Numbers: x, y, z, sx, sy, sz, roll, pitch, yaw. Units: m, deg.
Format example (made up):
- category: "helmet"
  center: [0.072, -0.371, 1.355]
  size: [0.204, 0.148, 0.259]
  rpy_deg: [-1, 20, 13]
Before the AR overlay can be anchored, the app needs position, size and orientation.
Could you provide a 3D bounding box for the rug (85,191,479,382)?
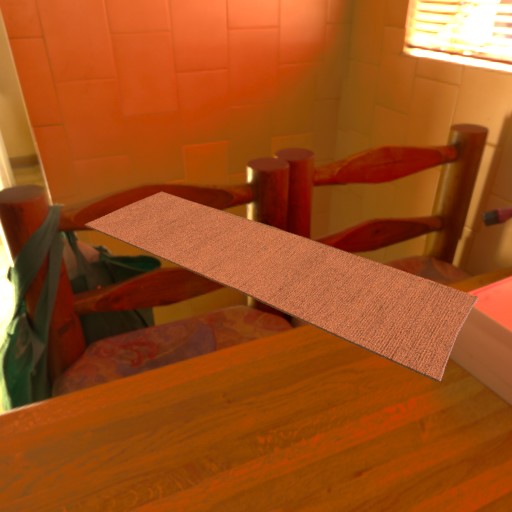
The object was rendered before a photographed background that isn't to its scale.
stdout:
- category: "rug"
  center: [0.000, 0.000, 2.585]
  size: [2.320, 0.032, 0.692]
  rpy_deg: [21, 37, 31]
